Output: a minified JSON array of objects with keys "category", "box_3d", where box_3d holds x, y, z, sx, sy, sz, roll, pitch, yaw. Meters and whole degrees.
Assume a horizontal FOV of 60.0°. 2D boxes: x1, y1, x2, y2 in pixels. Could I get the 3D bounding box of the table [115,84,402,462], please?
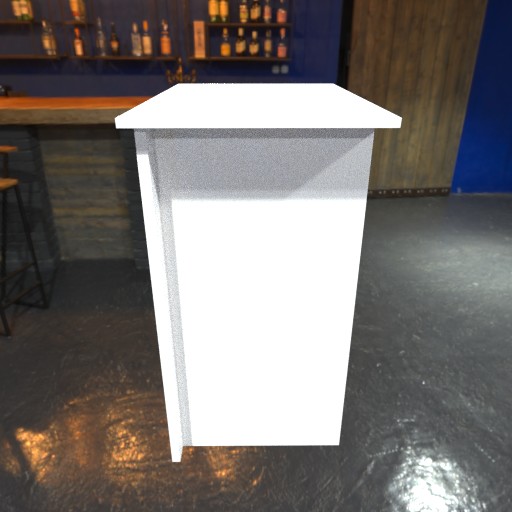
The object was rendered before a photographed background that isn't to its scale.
[{"category":"table","box_3d":[0.000,0.000,1.042,0.406,0.711,0.589,0,26,0]}]
